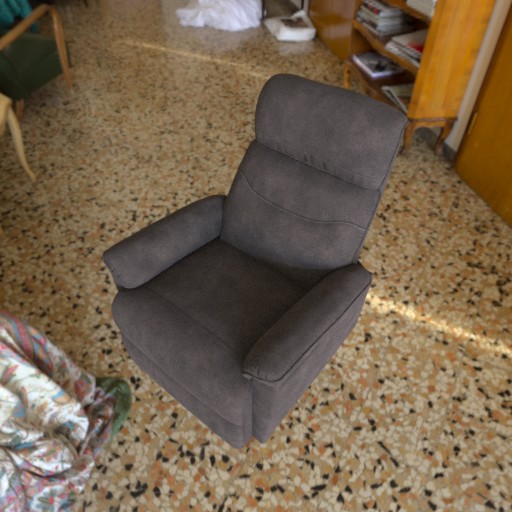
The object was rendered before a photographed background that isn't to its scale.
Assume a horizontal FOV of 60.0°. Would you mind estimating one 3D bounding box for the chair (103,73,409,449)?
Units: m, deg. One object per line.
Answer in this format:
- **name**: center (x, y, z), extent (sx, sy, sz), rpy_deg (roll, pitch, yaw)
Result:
- **chair**: center (0.000, 0.000, 1.704), extent (0.830, 1.035, 1.009), rpy_deg (30, 52, 27)
